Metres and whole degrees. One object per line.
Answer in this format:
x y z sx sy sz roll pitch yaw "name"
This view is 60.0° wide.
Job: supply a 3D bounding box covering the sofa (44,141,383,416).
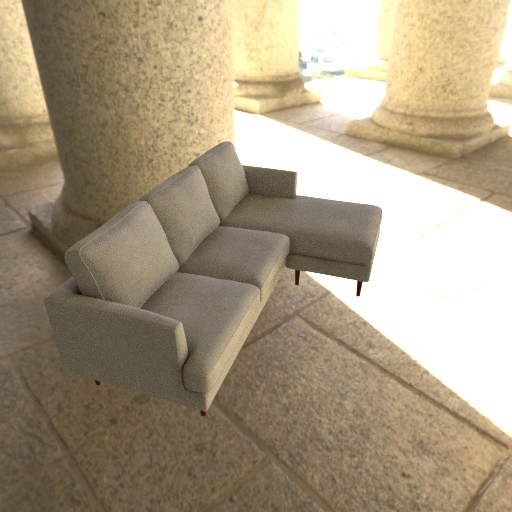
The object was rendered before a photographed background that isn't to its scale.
0.000 0.000 3.013 1.504 0.956 2.233 10 32 16 "sofa"
